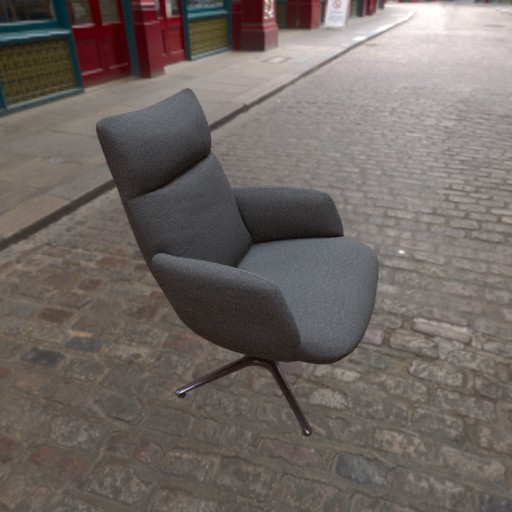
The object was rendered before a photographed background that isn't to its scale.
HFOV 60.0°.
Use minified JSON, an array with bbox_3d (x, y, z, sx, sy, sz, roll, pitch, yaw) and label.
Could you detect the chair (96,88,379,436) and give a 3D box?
[{"bbox_3d":[0.000,0.000,1.535,0.831,0.984,0.702,11,32,17],"label":"chair"}]
